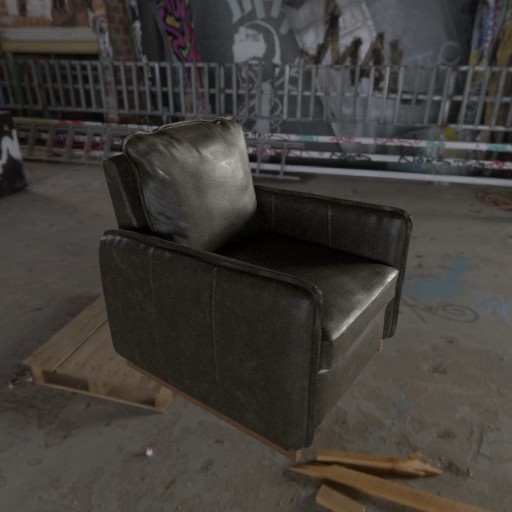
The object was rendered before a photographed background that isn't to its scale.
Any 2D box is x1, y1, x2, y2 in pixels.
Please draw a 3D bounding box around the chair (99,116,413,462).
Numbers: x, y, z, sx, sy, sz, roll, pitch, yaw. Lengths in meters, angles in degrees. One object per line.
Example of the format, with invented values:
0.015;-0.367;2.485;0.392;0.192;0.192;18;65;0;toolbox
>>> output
0.000;0.000;1.654;0.921;0.921;0.830;17;30;32;chair
